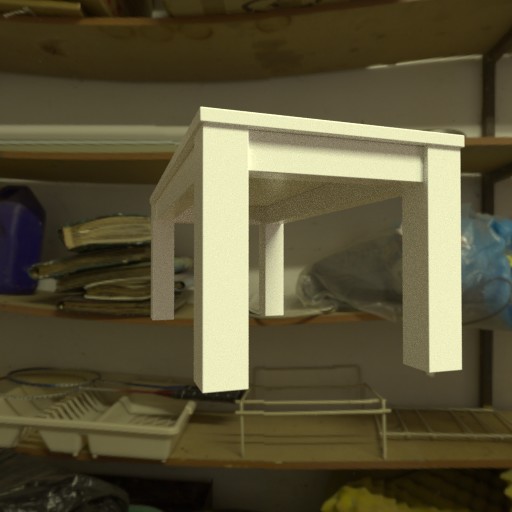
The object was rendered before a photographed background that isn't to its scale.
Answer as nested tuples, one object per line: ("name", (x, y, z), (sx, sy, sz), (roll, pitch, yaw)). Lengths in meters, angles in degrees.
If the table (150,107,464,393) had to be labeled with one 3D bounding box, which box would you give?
("table", (0.000, 0.000, 2.207), (0.900, 0.790, 1.800), (0, -1, -18))
